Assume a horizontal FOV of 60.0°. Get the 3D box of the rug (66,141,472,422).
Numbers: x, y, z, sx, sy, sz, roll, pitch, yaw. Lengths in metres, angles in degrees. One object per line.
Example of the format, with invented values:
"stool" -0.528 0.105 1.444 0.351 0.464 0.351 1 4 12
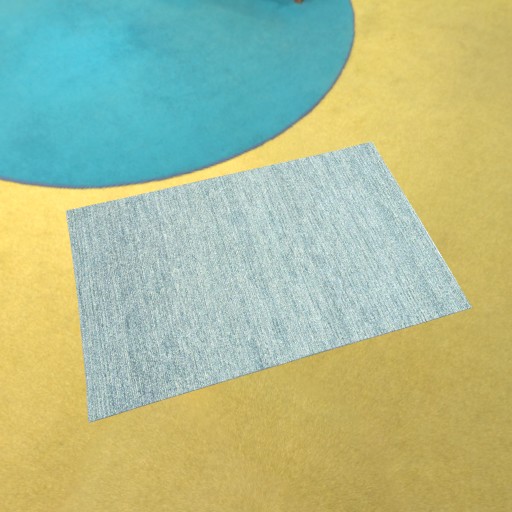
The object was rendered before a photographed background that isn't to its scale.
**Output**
"rug" 0.000 0.000 2.303 1.853 0.022 1.174 -14 60 -9
